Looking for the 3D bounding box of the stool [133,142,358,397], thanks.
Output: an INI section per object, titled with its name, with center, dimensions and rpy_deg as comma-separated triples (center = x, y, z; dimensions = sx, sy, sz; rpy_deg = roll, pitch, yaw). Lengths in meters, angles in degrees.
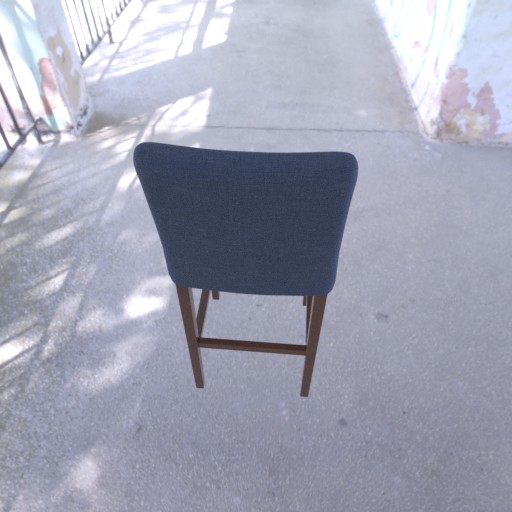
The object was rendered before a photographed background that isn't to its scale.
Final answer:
[stool]
center = 0.000, 0.000, 1.359
dimensions = 0.470, 1.078, 0.577
rpy_deg = 4, 47, 3
